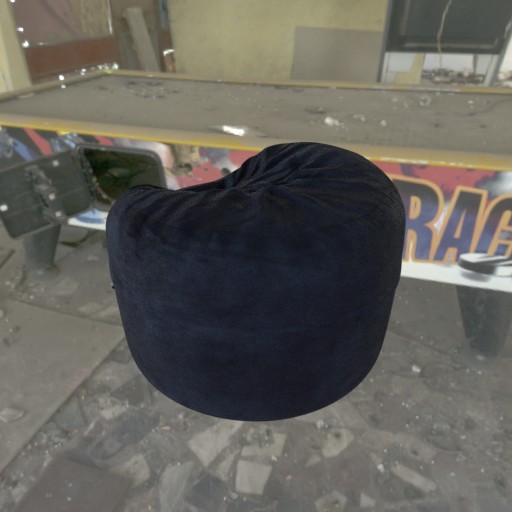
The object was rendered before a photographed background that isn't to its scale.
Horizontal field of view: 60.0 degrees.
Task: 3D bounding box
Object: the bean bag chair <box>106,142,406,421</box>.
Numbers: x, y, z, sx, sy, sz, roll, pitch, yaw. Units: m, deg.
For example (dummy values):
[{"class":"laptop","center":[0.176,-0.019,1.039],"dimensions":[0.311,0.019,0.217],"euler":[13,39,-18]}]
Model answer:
[{"class":"bean bag chair","center":[0.000,0.000,1.465],"dimensions":[0.918,0.616,0.918],"euler":[0,30,0]}]
